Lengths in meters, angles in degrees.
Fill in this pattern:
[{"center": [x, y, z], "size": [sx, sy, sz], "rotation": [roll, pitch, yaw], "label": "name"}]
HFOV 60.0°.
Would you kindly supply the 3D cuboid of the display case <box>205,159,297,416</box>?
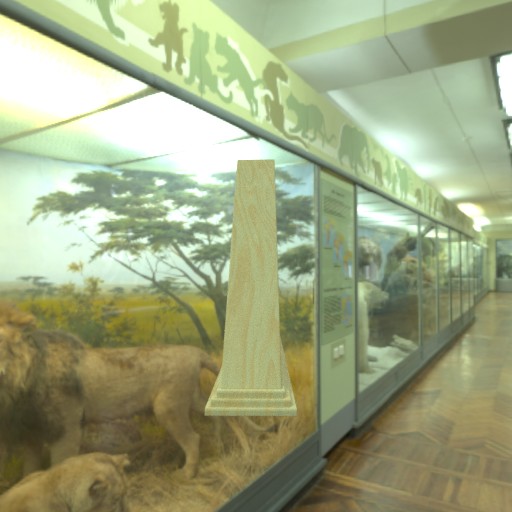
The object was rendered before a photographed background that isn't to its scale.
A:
[{"center": [0.000, 0.000, 0.779], "size": [0.095, 0.340, 0.640], "rotation": [0, -1, 1], "label": "display case"}]
